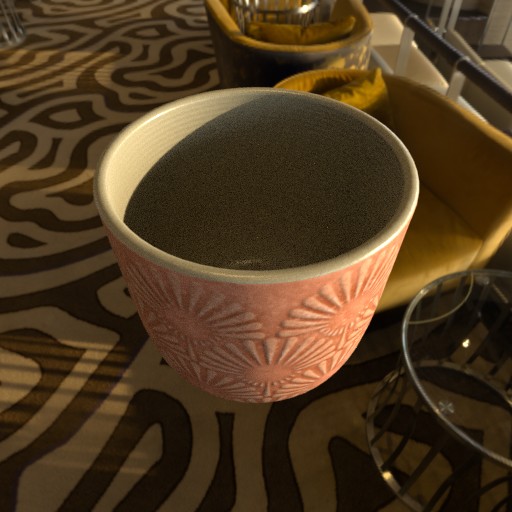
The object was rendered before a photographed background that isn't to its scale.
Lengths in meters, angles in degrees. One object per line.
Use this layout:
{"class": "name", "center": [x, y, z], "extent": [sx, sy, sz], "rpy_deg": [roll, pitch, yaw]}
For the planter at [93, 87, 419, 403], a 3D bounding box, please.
{"class": "planter", "center": [0.000, 0.000, 0.212], "extent": [0.124, 0.109, 0.124], "rpy_deg": [0, 47, 0]}
